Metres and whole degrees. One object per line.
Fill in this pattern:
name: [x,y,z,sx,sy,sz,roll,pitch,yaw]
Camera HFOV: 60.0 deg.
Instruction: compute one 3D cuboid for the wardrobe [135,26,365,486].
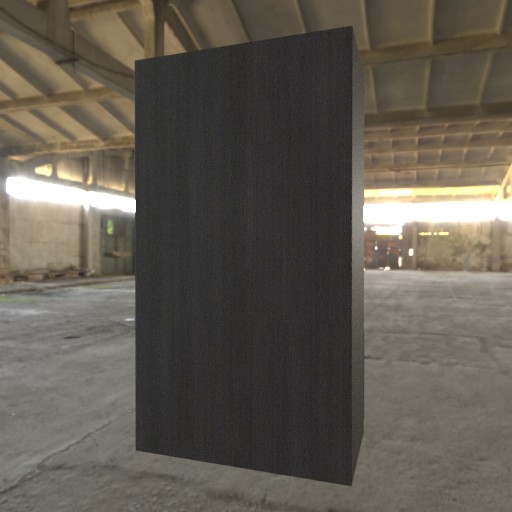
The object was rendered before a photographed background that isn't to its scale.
wardrobe: [0.000,0.000,2.170,0.991,1.808,0.577,0,1,19]
